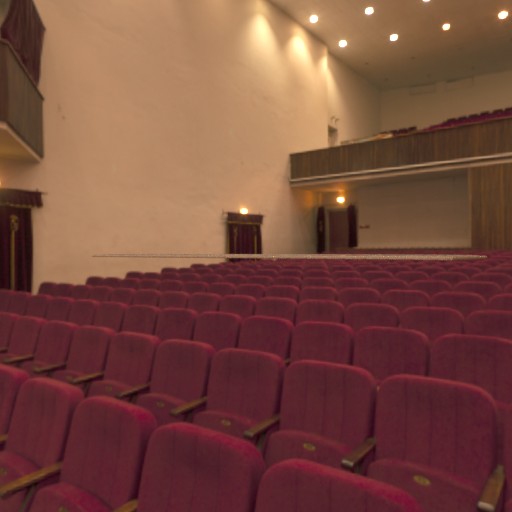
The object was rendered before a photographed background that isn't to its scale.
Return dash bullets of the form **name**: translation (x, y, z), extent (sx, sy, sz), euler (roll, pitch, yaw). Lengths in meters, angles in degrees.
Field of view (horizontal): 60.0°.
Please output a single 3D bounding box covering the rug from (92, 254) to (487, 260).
- **rug**: translation (0.000, 0.000, 2.562), extent (2.297, 0.019, 0.659), euler (0, 1, 37)
